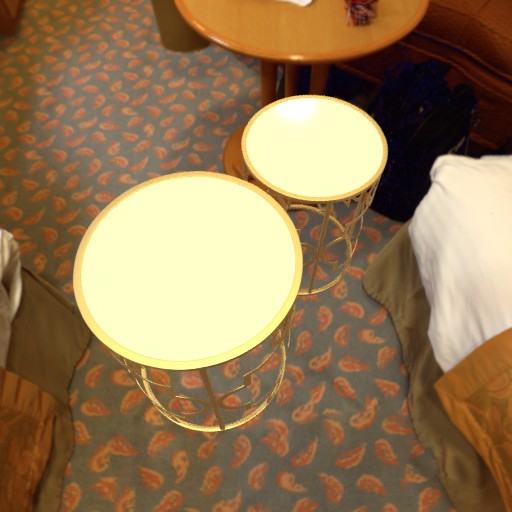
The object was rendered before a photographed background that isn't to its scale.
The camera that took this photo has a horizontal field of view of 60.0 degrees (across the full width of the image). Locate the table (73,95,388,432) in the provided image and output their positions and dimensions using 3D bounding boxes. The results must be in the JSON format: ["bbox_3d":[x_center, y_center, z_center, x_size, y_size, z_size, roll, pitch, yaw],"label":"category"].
[{"bbox_3d":[0.000,0.000,1.150,0.420,0.564,0.846,31,64,17],"label":"table"}]
